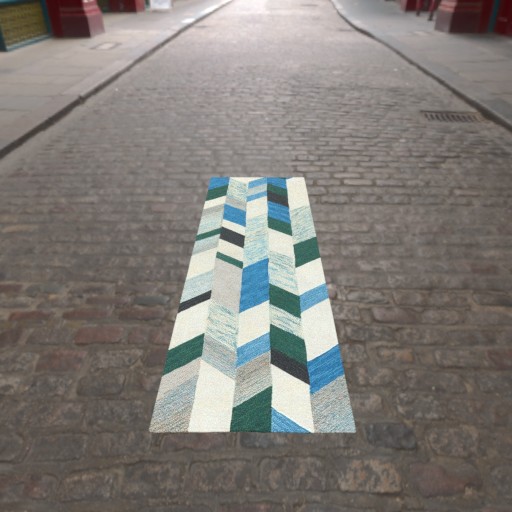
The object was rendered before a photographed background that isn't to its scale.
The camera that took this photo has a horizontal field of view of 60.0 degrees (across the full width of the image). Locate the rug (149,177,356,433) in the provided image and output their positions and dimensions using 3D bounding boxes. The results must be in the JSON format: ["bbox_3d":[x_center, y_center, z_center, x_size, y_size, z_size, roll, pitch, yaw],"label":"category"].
[{"bbox_3d":[0.000,0.000,2.654,0.774,0.008,2.437,0,32,1],"label":"rug"}]
